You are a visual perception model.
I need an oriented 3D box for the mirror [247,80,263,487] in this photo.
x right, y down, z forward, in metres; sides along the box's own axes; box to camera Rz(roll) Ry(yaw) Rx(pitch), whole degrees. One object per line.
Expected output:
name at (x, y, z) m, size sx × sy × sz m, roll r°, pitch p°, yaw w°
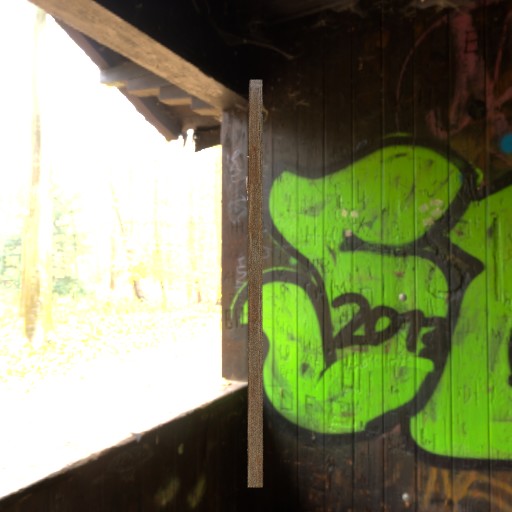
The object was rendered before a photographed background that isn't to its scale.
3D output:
mirror at (0.000, 0.000, 1.206) m, size 0.032 × 0.920 × 0.660 m, roll 0°, pitch -2°, yaw 0°
